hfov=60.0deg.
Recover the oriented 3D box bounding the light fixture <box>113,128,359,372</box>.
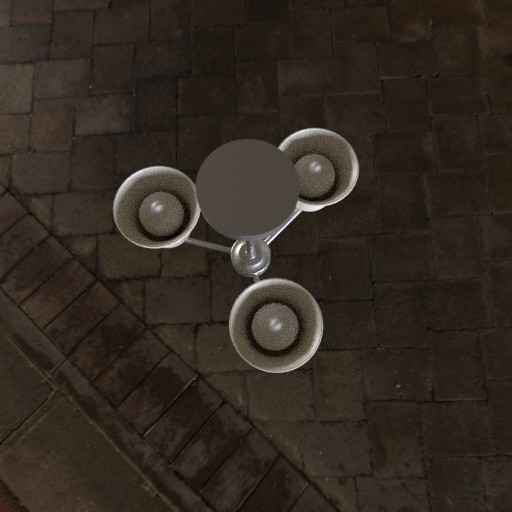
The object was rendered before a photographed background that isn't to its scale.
[{"bbox_3d":[0.000,0.000,0.681,0.388,0.370,0.354,-15,76,-4],"label":"light fixture"}]
